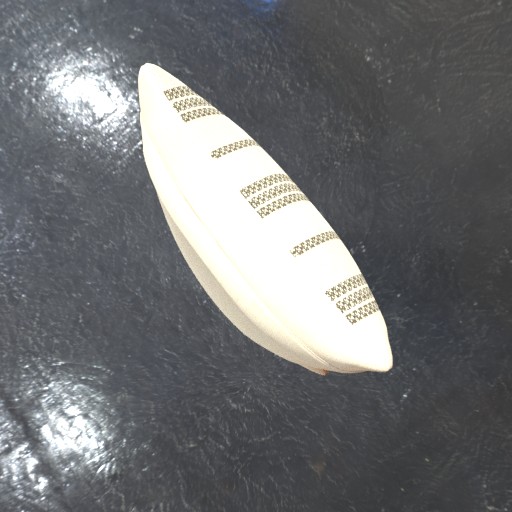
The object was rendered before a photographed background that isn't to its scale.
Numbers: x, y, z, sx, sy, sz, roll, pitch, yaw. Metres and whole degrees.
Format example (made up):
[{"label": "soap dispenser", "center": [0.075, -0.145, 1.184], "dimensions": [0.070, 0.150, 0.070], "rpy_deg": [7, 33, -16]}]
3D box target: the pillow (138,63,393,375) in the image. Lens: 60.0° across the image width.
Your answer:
[{"label": "pillow", "center": [0.000, 0.000, 0.629], "dimensions": [0.173, 0.406, 0.405], "rpy_deg": [-36, 78, -9]}]
